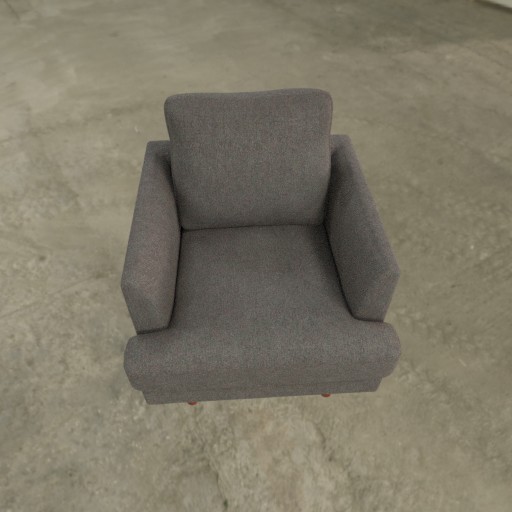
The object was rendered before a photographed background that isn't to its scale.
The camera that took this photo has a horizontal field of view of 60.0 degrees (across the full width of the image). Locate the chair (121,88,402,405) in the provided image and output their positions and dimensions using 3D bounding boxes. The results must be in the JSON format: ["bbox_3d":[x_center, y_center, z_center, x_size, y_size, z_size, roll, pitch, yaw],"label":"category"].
[{"bbox_3d":[0.000,0.000,1.624,0.858,0.957,0.899,-3,47,-2],"label":"chair"}]
